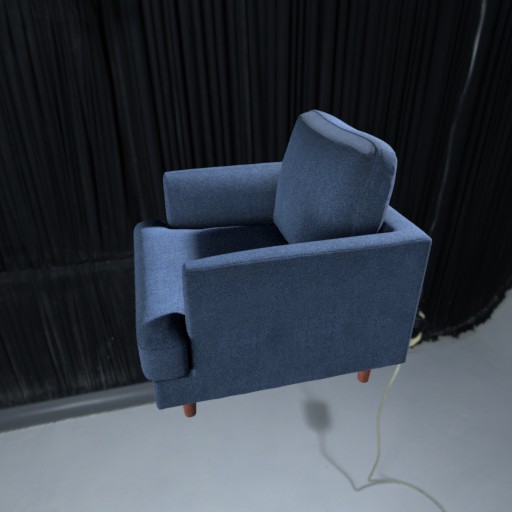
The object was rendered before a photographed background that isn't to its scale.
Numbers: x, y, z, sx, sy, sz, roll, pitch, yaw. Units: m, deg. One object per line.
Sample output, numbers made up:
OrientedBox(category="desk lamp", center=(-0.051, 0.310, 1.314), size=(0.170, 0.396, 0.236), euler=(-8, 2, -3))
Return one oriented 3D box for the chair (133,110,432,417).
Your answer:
OrientedBox(category="chair", center=(0.000, 0.000, 1.680), size=(0.899, 0.957, 0.858), euler=(-7, 30, -12))
